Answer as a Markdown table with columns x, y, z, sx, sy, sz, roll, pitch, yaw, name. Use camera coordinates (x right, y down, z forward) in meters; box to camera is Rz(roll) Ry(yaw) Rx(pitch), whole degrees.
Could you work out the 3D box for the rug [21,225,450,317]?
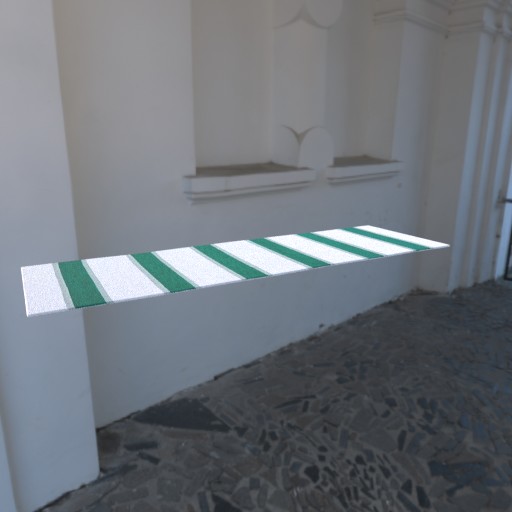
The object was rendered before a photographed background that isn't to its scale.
| x | y | z | sx | sy | sz | roll | pitch | yaw | name |
| --- | --- | --- | --- | --- | --- | --- | --- | --- | --- |
| 0.000 | 0.000 | 2.607 | 2.438 | 0.012 | 0.768 | -8 | 17 | -28 | rug |
